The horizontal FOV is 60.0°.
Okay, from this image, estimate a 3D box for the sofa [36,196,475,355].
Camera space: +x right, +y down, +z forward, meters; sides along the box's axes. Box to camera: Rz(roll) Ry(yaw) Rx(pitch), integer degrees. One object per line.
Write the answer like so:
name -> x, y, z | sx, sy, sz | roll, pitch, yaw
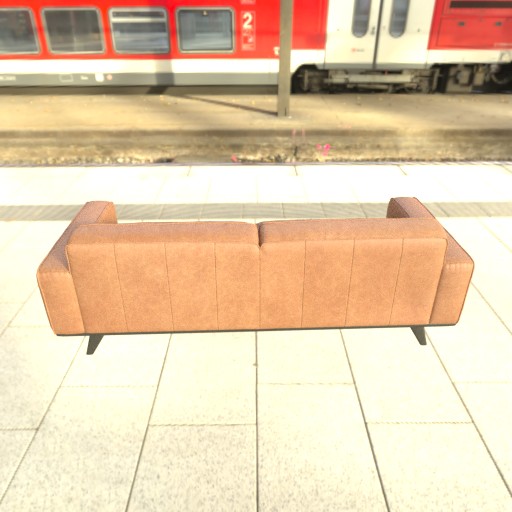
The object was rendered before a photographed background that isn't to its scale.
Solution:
sofa -> 0.000, 0.000, 2.719 | 2.270, 0.780, 0.953 | -1, 30, -2
